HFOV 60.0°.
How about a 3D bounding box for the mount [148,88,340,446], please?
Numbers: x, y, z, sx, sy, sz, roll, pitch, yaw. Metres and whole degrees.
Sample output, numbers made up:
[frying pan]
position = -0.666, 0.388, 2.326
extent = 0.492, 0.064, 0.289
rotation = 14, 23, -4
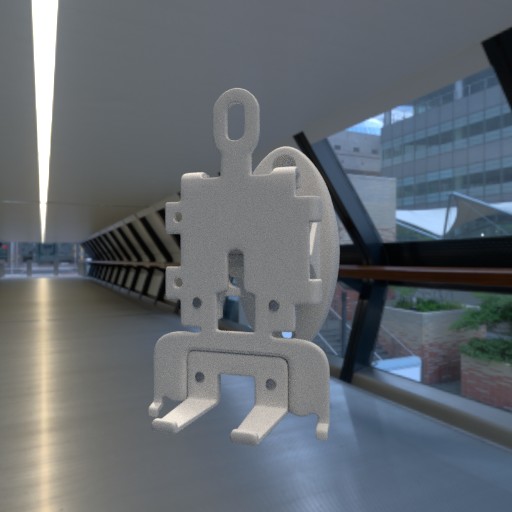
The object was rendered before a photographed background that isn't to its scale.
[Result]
[mount]
position = 0.000, 0.000, 0.177
extent = 0.066, 0.118, 0.100
rotation = 0, 0, 19
